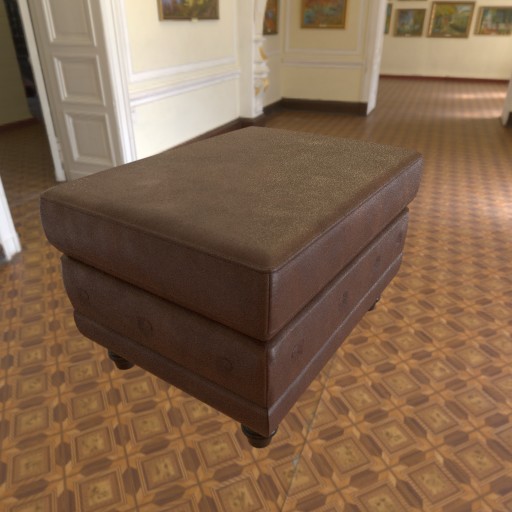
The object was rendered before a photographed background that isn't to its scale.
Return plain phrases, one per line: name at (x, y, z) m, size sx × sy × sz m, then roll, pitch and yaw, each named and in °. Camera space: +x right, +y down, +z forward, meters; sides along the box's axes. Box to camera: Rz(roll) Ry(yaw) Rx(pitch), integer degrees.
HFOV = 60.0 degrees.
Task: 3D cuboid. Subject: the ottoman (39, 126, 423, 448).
ottoman at (0.000, 0.000, 1.162) m, size 0.588 × 0.509 × 0.795 m, roll 18°, pitch 33°, yaw 30°
